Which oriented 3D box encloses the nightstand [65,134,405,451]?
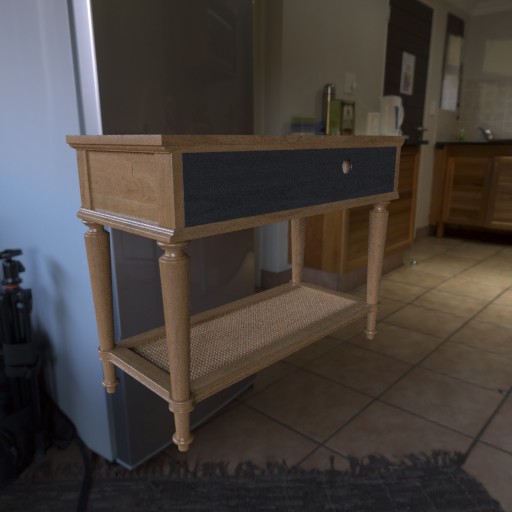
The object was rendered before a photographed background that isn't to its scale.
[{"bbox_3d":[0.000,0.000,1.335,0.432,0.700,0.914,14,21,43],"label":"nightstand"}]
